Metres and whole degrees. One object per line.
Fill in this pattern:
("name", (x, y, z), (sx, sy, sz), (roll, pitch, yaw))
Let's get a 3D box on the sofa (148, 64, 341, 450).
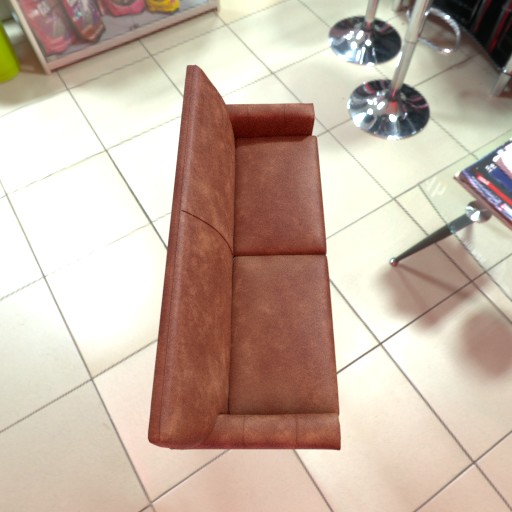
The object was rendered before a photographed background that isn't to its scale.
("sofa", (0.000, 0.000, 2.512), (0.805, 0.947, 2.053), (0, 63, 0))
